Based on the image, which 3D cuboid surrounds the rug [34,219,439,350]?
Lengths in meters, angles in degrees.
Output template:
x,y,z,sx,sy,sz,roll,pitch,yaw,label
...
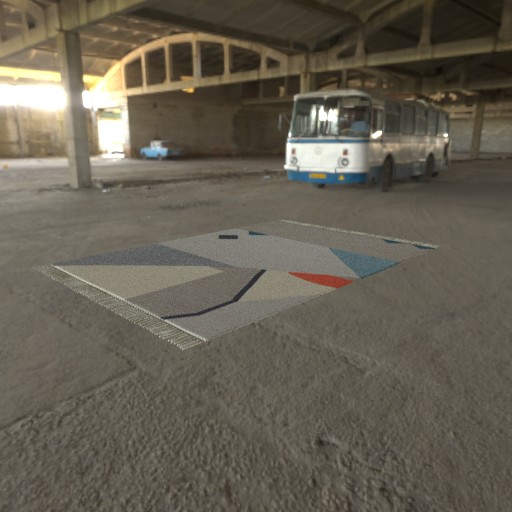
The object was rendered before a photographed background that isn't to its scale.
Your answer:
x,y,z,sx,sy,sz,roll,pitch,yaw,label
0.000,0.000,2.345,1.220,0.005,1.828,14,21,43,rug
